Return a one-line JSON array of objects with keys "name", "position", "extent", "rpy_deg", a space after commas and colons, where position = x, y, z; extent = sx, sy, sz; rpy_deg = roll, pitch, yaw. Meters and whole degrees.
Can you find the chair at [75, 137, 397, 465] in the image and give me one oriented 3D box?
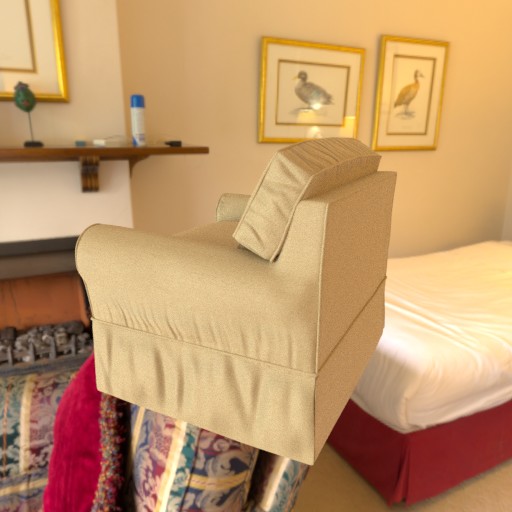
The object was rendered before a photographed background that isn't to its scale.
[{"name": "chair", "position": [0.000, 0.000, 1.804], "extent": [0.903, 0.937, 1.096], "rpy_deg": [8, 18, 26]}]
